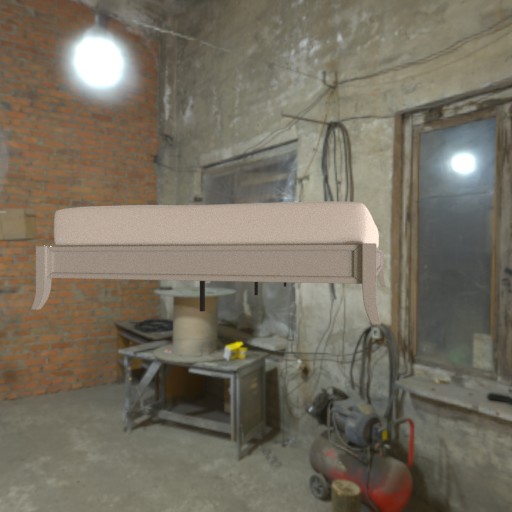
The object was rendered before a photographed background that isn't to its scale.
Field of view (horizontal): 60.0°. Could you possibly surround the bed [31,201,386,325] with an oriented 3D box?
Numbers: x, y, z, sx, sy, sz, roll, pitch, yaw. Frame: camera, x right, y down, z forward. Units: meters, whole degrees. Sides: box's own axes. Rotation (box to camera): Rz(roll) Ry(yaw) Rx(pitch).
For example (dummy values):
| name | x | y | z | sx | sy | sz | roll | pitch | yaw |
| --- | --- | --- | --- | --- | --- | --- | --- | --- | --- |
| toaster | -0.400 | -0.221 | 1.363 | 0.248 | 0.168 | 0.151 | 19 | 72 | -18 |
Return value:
| name | x | y | z | sx | sy | sz | roll | pitch | yaw |
| --- | --- | --- | --- | --- | --- | --- | --- | --- | --- |
| bed | 0.000 | 0.000 | 2.885 | 1.604 | 0.510 | 2.108 | 0 | 0 | 17 |
